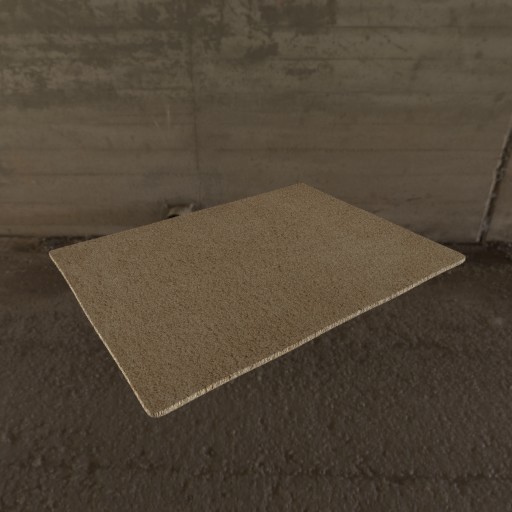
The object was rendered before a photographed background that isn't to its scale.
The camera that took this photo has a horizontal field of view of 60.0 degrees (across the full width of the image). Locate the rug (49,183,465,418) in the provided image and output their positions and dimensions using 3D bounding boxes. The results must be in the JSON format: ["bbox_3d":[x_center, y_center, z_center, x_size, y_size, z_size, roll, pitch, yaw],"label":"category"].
[{"bbox_3d":[0.000,0.000,2.110,1.600,0.025,1.199,-20,35,-30],"label":"rug"}]
